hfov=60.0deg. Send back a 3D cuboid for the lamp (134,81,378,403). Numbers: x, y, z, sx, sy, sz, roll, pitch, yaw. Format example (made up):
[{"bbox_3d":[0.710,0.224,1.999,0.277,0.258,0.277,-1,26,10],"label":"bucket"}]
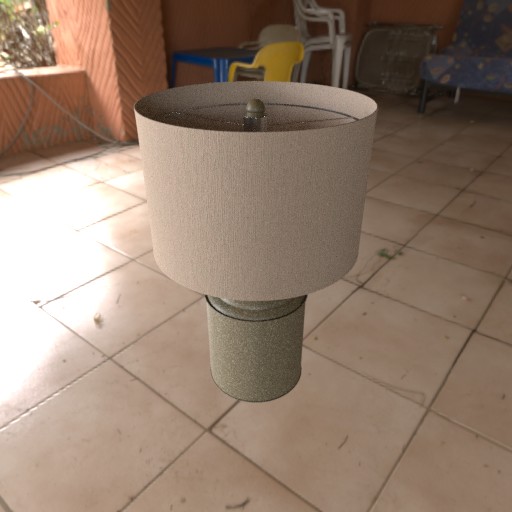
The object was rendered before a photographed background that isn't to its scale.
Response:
[{"bbox_3d":[0.000,0.000,0.714,0.318,0.486,0.318,0,30,0],"label":"lamp"}]
